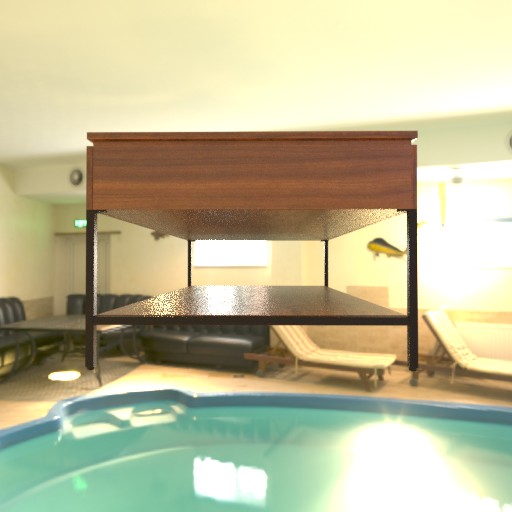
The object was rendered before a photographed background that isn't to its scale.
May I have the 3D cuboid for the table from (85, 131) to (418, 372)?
[{"bbox_3d":[0.000,0.000,1.293,0.574,0.414,1.057,0,-1,1],"label":"table"}]
